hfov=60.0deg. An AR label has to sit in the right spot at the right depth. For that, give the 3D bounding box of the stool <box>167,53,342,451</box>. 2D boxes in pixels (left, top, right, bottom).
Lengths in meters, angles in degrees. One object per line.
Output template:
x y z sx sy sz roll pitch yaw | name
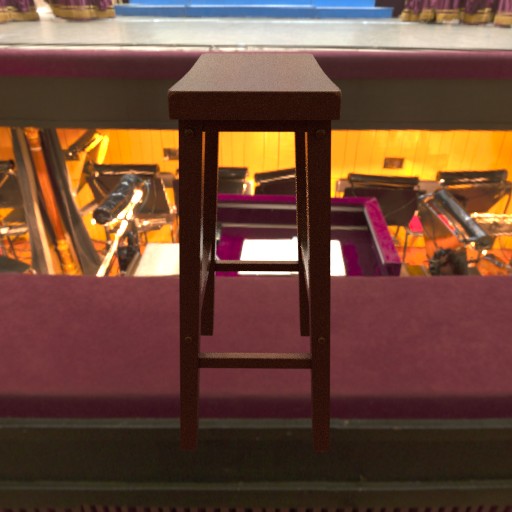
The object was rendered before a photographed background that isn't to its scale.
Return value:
0.000 0.000 0.941 0.322 0.742 0.406 0 31 1 | stool
